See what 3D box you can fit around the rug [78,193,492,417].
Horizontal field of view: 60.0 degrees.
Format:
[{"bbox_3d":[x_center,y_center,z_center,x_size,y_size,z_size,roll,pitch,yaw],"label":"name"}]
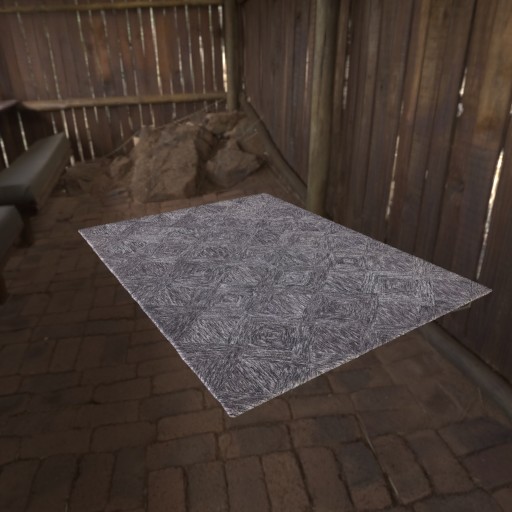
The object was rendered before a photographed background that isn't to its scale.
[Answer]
[{"bbox_3d":[0.000,0.000,4.138,2.448,0.017,3.204,-16,29,-30],"label":"rug"}]
